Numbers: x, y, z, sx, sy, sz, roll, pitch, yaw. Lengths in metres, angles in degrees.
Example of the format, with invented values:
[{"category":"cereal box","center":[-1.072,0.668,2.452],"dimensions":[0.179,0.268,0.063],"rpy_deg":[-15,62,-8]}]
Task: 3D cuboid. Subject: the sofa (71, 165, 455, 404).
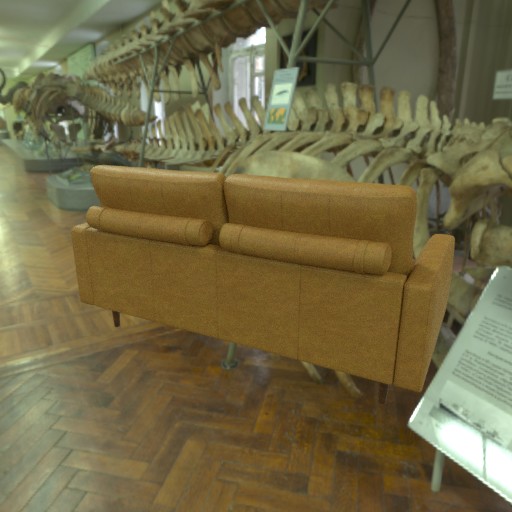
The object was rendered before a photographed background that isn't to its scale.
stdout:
[{"category":"sofa","center":[0.000,0.000,2.274],"dimensions":[1.821,0.898,0.850],"rpy_deg":[9,20,27]}]
